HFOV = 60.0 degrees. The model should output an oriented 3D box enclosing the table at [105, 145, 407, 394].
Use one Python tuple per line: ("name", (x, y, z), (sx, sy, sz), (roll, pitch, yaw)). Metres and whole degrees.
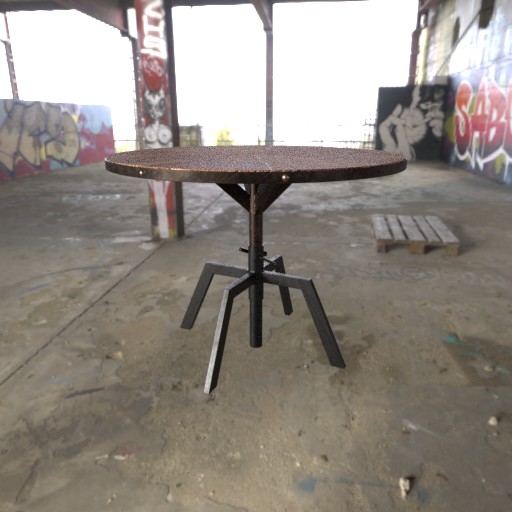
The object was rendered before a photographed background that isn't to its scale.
("table", (0.000, 0.000, 1.460), (0.885, 0.658, 0.885), (0, 17, 0))
